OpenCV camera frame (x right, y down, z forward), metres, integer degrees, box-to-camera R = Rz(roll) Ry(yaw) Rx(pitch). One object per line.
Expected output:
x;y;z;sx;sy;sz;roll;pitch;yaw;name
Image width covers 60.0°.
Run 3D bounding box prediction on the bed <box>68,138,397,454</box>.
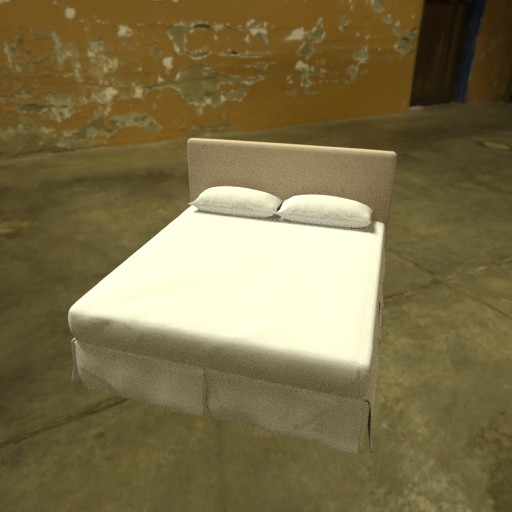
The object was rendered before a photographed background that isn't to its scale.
0.000;0.000;3.579;2.119;1.317;2.319;8;28;15;bed
